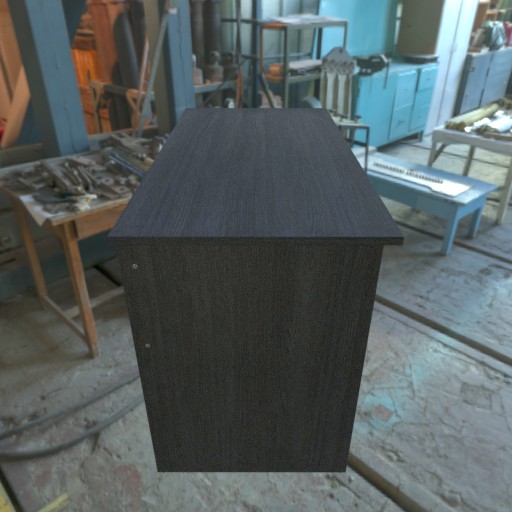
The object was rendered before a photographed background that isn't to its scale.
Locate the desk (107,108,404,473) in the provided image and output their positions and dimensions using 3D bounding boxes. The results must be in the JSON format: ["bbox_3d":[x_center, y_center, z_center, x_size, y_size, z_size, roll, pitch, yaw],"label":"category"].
[{"bbox_3d":[0.000,0.000,1.490,0.560,0.730,1.096,0,31,0],"label":"desk"}]
